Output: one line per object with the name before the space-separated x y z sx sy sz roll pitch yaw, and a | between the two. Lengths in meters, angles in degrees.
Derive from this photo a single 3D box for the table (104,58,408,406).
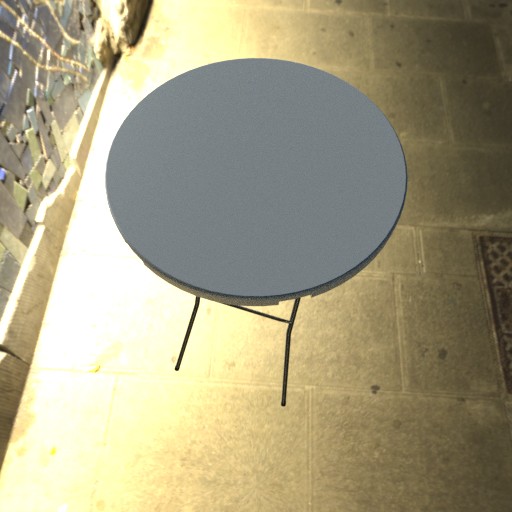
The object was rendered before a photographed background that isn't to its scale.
table | 0.000 0.000 1.656 0.792 1.105 0.795 16 64 8
